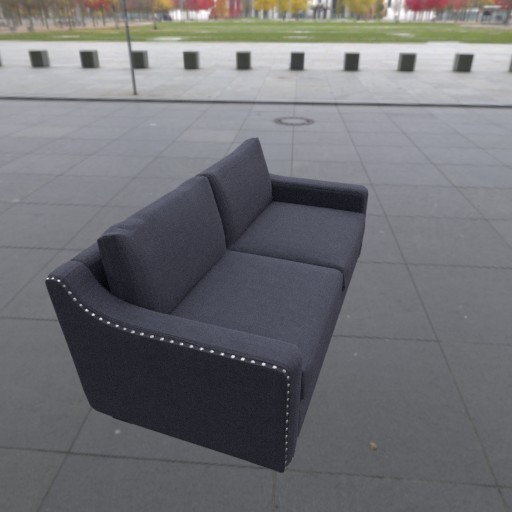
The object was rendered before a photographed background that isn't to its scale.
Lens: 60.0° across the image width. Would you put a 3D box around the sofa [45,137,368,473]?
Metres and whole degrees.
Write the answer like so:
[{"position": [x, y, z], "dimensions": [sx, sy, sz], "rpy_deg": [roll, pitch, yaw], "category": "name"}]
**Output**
[{"position": [0.000, 0.000, 3.247], "dimensions": [1.336, 1.196, 2.550], "rpy_deg": [10, 30, 17], "category": "sofa"}]
